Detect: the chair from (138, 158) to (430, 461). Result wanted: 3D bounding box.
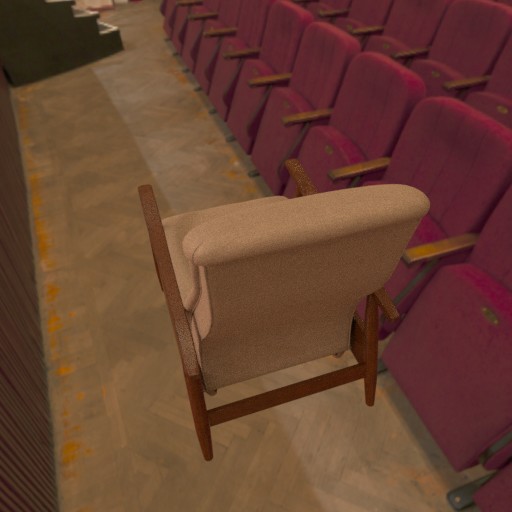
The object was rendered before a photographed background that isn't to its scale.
[{"bbox_3d":[0.000,0.000,1.750,0.762,1.082,1.030,-13,44,-14],"label":"chair"}]
